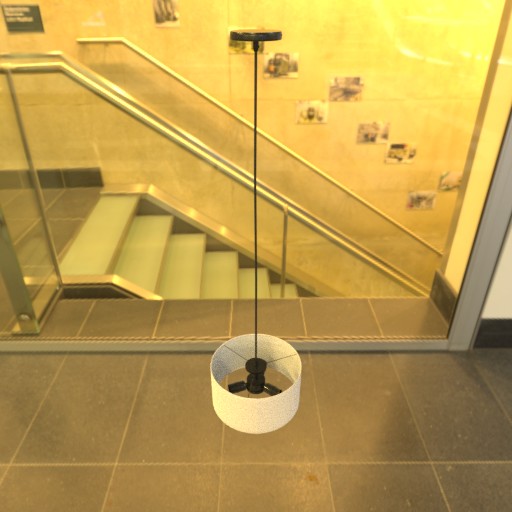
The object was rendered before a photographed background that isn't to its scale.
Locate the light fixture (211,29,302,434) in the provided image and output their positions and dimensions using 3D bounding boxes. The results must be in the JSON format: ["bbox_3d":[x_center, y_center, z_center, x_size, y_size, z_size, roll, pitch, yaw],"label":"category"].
[{"bbox_3d":[0.000,0.000,1.671,0.399,1.516,0.399,0,30,0],"label":"light fixture"}]
